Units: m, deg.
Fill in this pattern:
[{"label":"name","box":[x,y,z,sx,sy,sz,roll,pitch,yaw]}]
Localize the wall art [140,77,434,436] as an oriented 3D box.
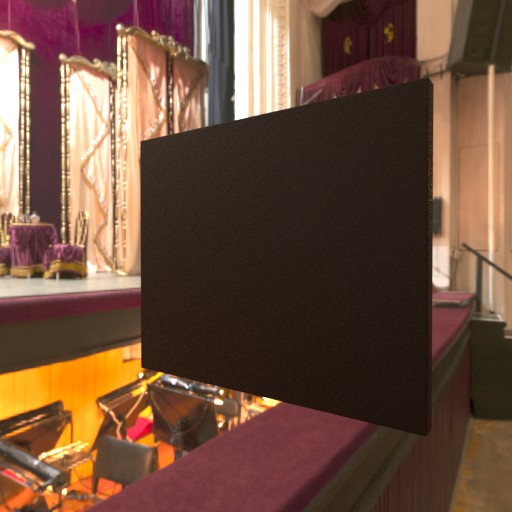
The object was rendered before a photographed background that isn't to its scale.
[{"label":"wall art","box":[0.000,0.000,0.736,0.558,0.457,0.031,1,1,36]}]
